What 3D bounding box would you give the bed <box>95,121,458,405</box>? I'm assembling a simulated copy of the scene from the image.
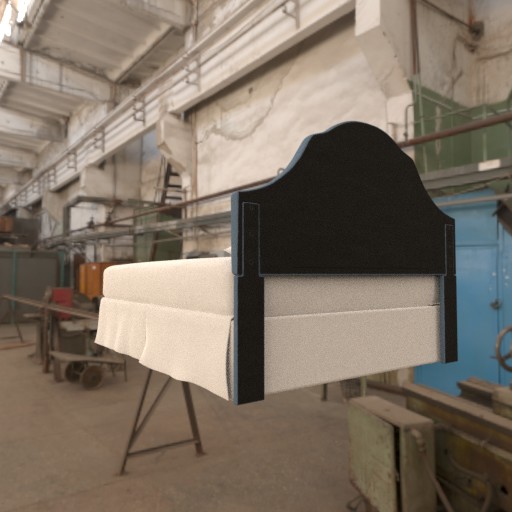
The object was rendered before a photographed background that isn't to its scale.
[{"bbox_3d":[0.000,0.000,3.796,2.039,1.617,2.477,2,-3,-35],"label":"bed"}]
